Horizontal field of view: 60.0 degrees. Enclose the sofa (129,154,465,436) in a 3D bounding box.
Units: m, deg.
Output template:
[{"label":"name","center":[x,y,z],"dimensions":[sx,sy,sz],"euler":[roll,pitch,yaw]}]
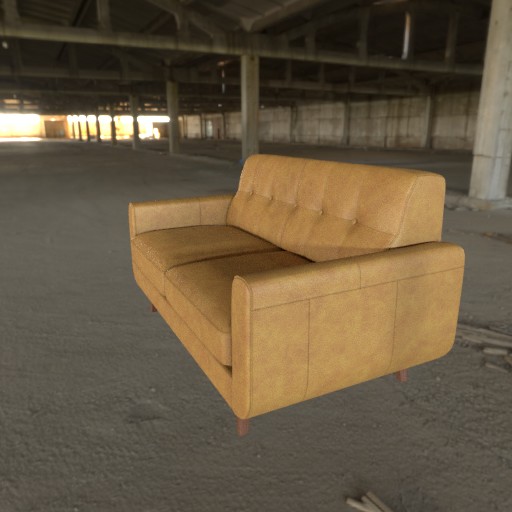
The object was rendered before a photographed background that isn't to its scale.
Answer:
[{"label":"sofa","center":[0.000,0.000,2.204],"dimensions":[0.952,0.925,1.651],"euler":[-8,18,-26]}]
